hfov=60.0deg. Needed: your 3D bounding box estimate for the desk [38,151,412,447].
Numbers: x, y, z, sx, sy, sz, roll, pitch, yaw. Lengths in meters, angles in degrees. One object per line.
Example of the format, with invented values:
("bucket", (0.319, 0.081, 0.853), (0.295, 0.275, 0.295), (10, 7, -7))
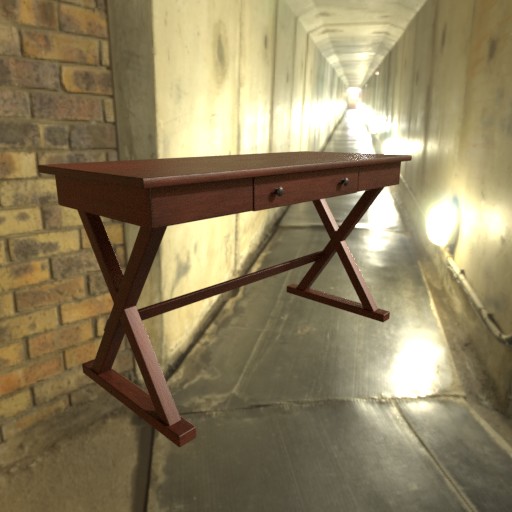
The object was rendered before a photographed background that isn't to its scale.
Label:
("desk", (0.000, 0.000, 1.782), (0.600, 0.761, 1.372), (15, 21, 42))
